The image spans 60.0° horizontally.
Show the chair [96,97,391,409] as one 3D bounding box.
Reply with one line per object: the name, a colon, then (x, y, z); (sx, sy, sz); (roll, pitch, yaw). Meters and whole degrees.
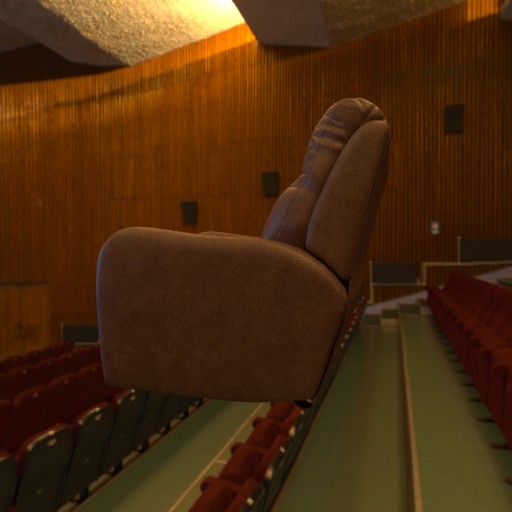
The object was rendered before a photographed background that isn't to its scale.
chair: (0.000, 0.000, 1.850); (1.067, 1.067, 0.865); (1, 2, 17)
